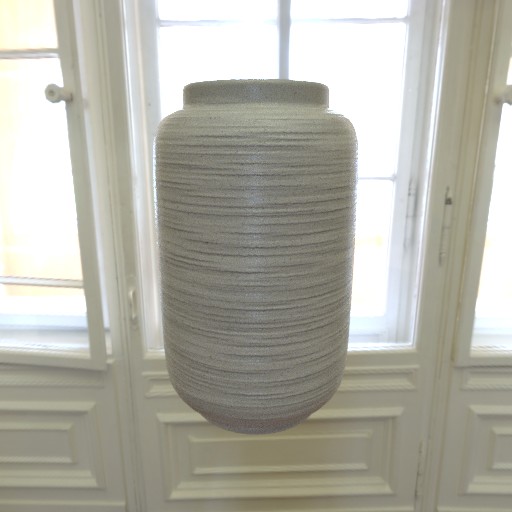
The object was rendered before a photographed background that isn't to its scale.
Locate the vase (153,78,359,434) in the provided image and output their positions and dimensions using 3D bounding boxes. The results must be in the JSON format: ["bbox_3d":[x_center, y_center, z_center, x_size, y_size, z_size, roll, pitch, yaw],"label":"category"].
[{"bbox_3d":[0.000,0.000,0.467,0.202,0.335,0.202,0,16,0],"label":"vase"}]
